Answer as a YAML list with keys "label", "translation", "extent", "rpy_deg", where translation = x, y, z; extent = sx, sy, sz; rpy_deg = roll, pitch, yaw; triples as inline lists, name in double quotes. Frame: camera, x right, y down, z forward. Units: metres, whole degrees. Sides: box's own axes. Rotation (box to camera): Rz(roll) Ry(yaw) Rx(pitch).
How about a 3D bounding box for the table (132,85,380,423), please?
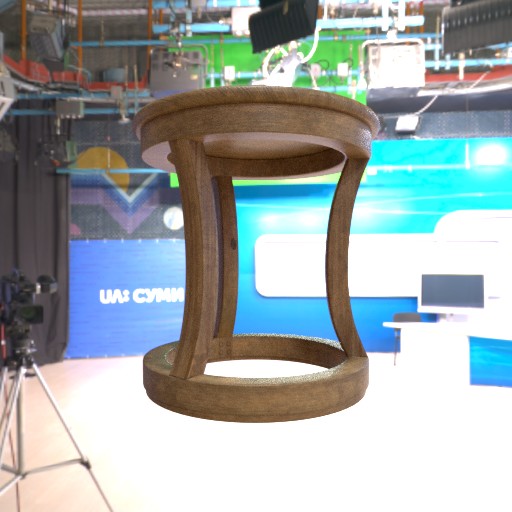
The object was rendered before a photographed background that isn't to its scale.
- label: "table"
  translation: [0.000, 0.000, 0.804]
  extent: [0.432, 0.460, 0.432]
  rpy_deg: [0, 0, 0]
